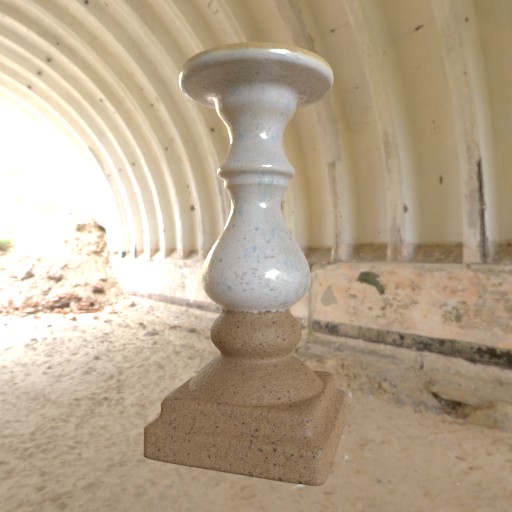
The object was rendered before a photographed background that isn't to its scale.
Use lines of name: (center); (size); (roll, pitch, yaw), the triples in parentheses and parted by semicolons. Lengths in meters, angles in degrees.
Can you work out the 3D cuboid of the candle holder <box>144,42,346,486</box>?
candle holder: (0.000, 0.000, 0.296); (0.110, 0.239, 0.110); (0, 1, 18)
